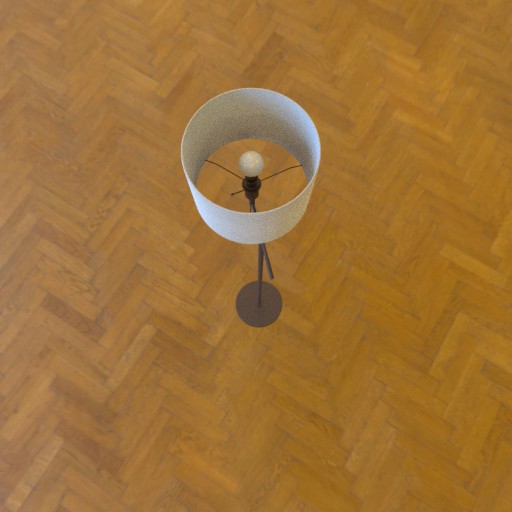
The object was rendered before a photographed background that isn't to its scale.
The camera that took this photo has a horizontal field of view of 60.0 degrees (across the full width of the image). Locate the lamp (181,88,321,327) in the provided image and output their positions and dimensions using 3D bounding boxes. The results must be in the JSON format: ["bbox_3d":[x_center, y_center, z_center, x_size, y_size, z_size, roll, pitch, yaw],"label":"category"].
[{"bbox_3d":[0.000,0.000,1.782,0.324,1.600,0.416,-14,76,-4],"label":"lamp"}]
